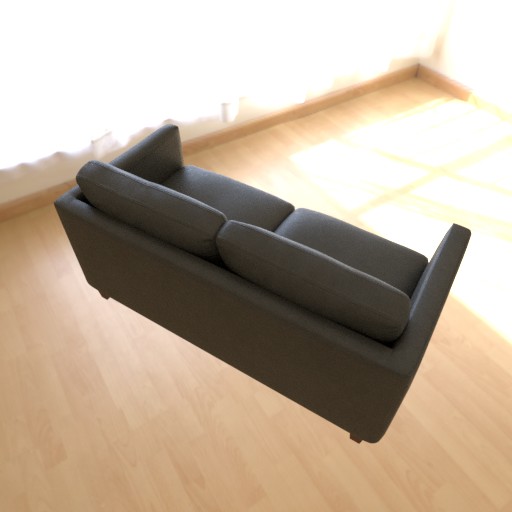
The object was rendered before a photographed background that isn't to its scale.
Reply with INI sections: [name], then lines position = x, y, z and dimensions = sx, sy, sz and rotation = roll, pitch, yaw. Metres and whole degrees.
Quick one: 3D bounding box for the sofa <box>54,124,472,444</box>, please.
[sofa]
position = 0.000, 0.000, 2.381
dimensions = 1.883, 0.933, 0.951
rotation = 24, 51, 21
